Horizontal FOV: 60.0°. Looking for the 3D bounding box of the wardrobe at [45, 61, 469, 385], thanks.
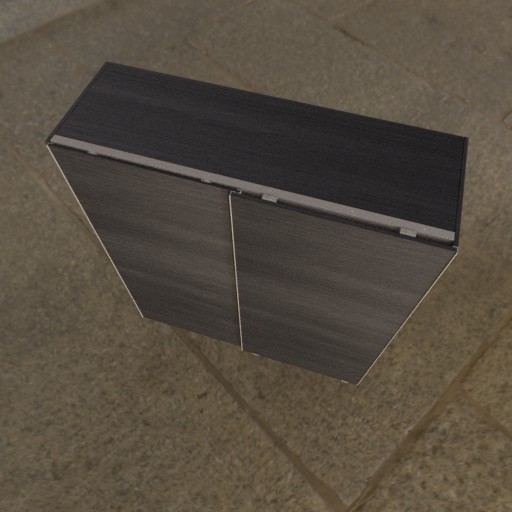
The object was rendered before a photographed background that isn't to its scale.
[{"bbox_3d":[0.000,0.000,2.784,1.780,1.960,0.629,15,60,9],"label":"wardrobe"}]
